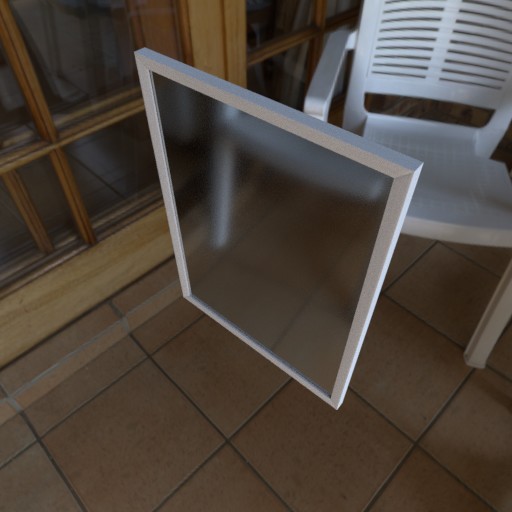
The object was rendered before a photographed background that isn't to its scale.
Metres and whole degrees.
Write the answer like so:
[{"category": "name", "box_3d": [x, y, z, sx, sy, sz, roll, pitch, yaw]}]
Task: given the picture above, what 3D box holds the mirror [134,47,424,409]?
[{"category": "mirror", "box_3d": [0.000, 0.000, 1.331, 0.762, 1.016, 0.040, 32, 55, 25]}]
